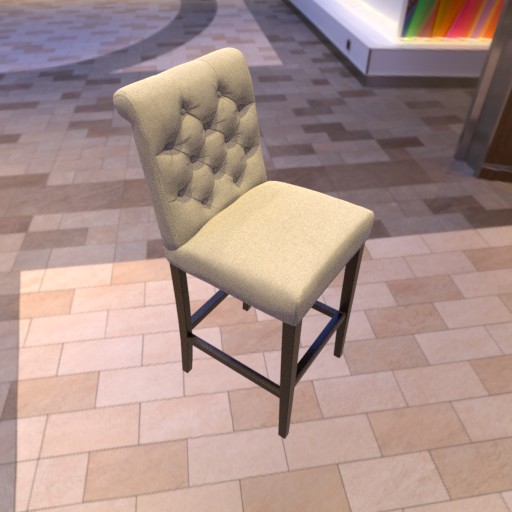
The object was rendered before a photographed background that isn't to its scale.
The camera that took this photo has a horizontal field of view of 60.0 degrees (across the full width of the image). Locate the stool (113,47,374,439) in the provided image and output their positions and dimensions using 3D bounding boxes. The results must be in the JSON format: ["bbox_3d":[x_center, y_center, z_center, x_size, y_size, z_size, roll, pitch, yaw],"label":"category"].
[{"bbox_3d":[0.000,0.000,1.485,0.601,1.140,0.493,25,46,26],"label":"stool"}]
